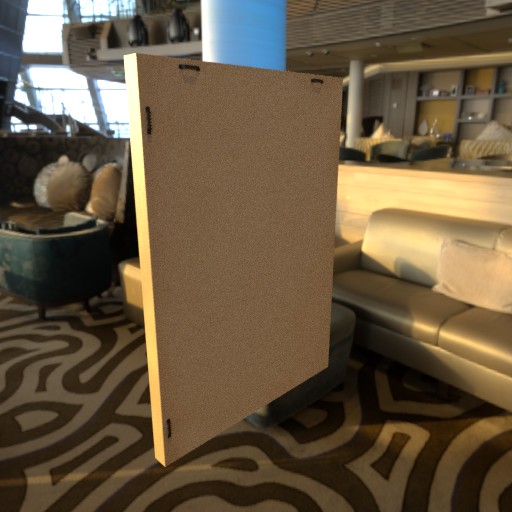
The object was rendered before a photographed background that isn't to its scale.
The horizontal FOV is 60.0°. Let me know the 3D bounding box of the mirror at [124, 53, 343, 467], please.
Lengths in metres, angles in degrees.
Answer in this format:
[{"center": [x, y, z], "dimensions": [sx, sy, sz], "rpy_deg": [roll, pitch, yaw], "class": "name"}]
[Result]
[{"center": [0.000, 0.000, 0.907], "dimensions": [0.507, 0.710, 0.039], "rpy_deg": [-16, 23, -42], "class": "mirror"}]
